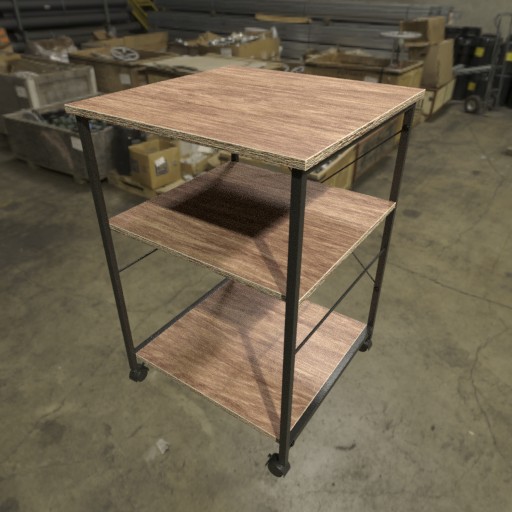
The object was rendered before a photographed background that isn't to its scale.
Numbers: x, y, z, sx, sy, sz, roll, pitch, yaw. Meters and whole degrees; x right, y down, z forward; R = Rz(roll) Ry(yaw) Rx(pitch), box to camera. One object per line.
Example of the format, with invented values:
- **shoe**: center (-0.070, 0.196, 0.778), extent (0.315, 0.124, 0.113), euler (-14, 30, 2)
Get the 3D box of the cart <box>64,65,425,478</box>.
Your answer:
- **cart**: center (0.000, 0.000, 1.096), extent (0.521, 0.762, 0.520), euler (20, 38, 29)
